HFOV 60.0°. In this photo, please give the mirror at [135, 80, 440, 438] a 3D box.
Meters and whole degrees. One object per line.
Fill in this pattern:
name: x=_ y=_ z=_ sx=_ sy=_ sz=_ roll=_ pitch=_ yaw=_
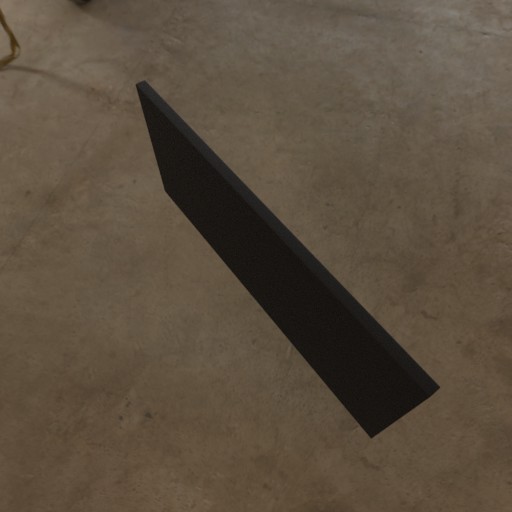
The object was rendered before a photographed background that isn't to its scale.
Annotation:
mirror: x=0.000 y=0.000 z=1.804 sx=0.047 sy=0.692 sz=1.584 roll=-33 pitch=65 yaw=-18
